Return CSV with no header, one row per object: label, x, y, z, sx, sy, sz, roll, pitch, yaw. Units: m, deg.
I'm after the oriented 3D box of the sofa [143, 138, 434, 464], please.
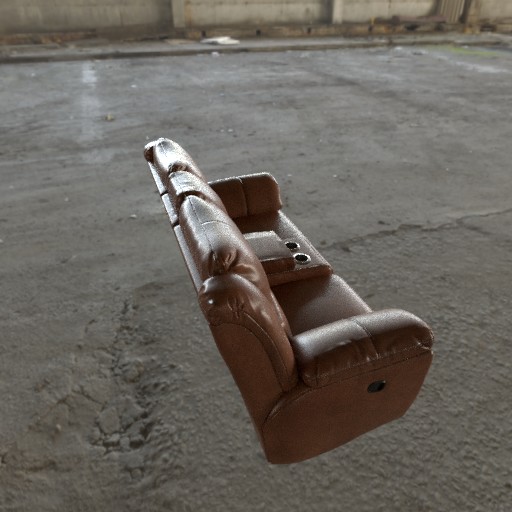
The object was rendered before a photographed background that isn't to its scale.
sofa,0.000,0.000,2.562,0.991,1.043,2.058,-10,32,-16
